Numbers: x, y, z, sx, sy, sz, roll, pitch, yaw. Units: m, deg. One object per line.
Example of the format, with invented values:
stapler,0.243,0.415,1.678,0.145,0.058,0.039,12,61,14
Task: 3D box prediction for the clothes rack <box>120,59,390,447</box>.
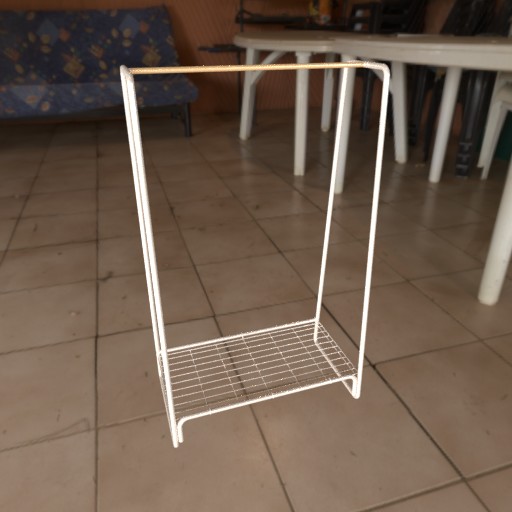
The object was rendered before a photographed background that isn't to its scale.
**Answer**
clothes rack,0.000,0.000,1.886,0.900,1.500,0.495,-9,29,-17
